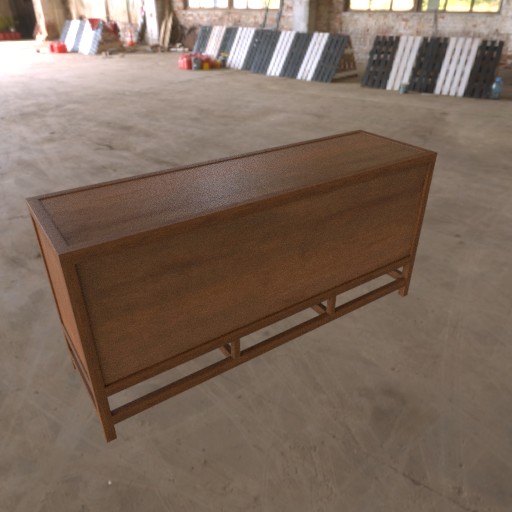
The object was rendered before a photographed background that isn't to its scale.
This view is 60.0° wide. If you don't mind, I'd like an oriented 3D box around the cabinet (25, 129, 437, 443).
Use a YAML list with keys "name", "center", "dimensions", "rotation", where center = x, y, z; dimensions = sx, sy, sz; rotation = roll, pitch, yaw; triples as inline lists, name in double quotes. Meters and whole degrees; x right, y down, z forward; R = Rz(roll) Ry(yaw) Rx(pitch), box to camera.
- name: "cabinet"
  center: [0.000, 0.000, 2.063]
  dimensions: [1.708, 0.820, 0.522]
  rotation: [-19, 35, -29]
